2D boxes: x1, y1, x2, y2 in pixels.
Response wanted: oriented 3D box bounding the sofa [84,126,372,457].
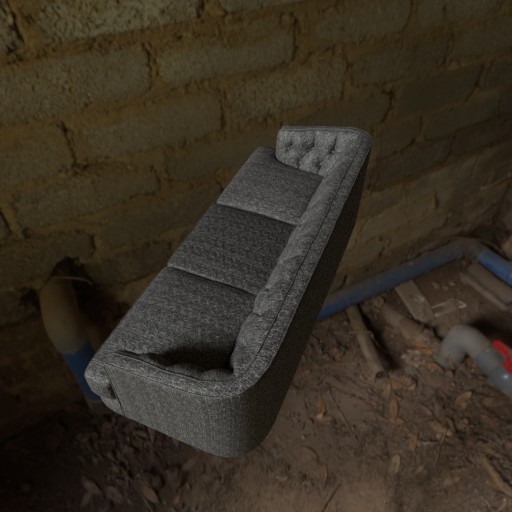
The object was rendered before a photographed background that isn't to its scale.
[{"bbox_3d":[0.000,0.000,2.798,0.941,0.855,2.278,17,48,16],"label":"sofa"}]
